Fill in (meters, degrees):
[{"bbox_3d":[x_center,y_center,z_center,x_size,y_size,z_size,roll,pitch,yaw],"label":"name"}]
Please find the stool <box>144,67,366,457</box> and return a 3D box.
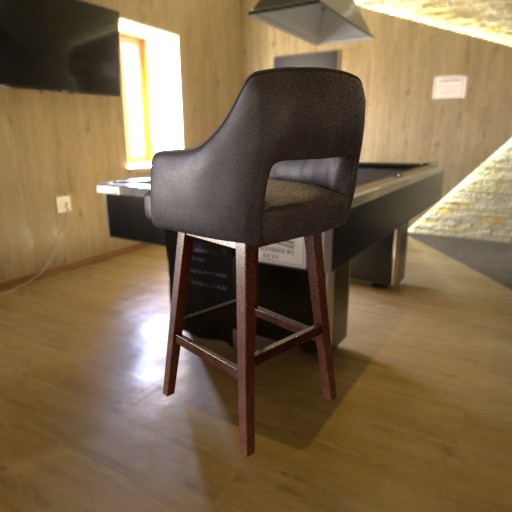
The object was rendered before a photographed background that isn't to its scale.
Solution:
[{"bbox_3d":[0.000,0.000,1.388,0.550,1.041,0.560,-15,22,-42],"label":"stool"}]
